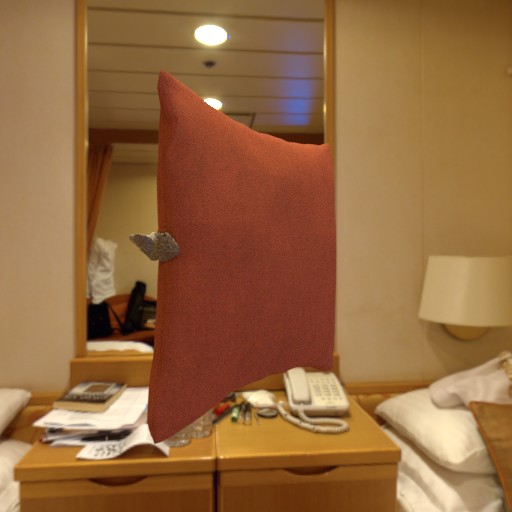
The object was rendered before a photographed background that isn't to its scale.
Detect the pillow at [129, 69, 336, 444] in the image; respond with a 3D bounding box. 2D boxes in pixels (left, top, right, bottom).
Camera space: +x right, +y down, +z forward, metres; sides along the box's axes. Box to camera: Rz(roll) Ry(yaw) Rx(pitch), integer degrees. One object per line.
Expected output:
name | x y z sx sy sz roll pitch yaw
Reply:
pillow | 0.000 0.000 0.763 0.165 0.482 0.490 0 0 37
